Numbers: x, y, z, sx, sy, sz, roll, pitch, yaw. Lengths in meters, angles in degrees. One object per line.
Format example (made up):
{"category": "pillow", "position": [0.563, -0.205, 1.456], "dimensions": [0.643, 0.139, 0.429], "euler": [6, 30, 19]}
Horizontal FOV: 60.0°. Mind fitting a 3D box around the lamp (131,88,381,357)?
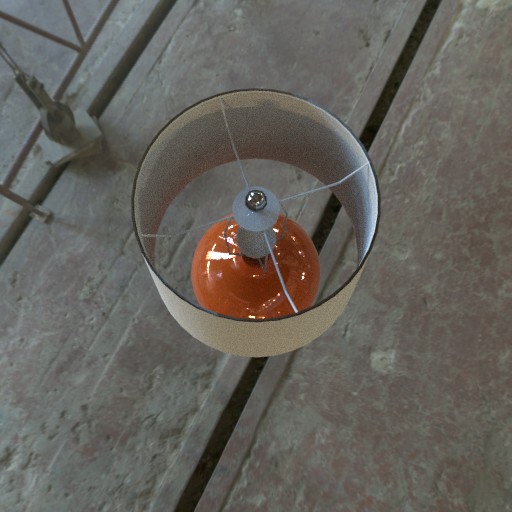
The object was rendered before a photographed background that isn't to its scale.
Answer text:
{"category": "lamp", "position": [0.000, 0.000, 0.551], "dimensions": [0.247, 0.387, 0.247], "euler": [0, 75, 0]}
